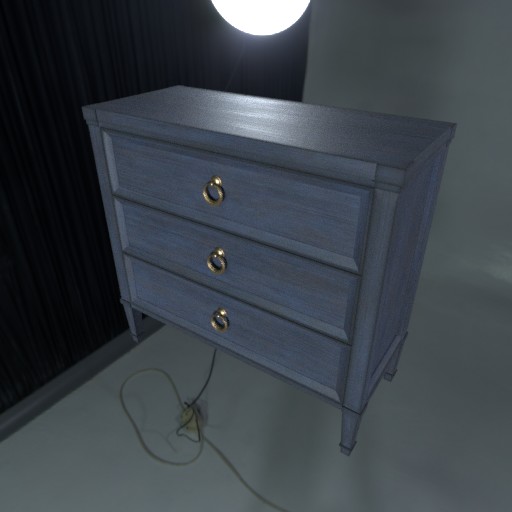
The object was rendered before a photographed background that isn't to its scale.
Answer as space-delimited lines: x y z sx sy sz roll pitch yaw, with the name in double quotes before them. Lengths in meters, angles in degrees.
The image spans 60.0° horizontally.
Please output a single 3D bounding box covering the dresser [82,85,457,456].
"dresser" 0.000 0.000 1.581 1.049 0.986 0.463 19 36 29
